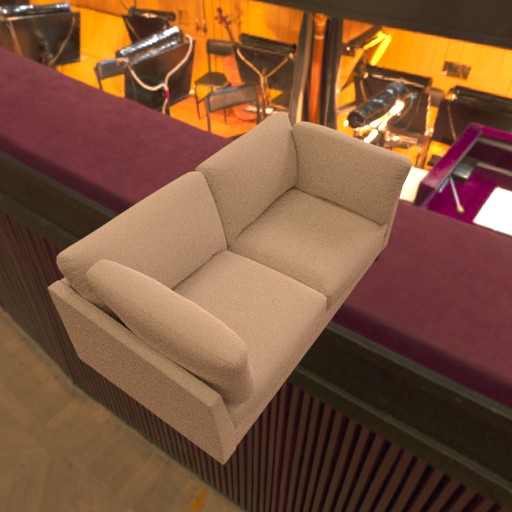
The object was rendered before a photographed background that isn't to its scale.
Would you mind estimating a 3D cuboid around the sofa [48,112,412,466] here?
[{"bbox_3d":[0.000,0.000,2.338,0.970,0.836,1.776,25,48,25],"label":"sofa"}]
